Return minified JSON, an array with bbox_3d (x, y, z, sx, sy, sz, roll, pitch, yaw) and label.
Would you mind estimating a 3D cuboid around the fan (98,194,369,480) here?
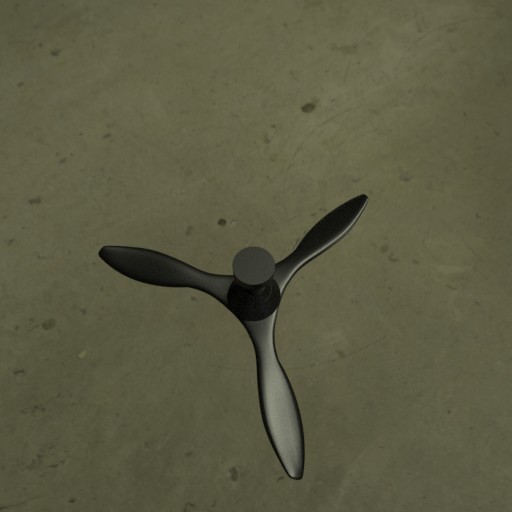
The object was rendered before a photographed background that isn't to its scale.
[{"bbox_3d":[0.000,0.000,1.623,1.067,0.305,1.067,32,67,16],"label":"fan"}]
